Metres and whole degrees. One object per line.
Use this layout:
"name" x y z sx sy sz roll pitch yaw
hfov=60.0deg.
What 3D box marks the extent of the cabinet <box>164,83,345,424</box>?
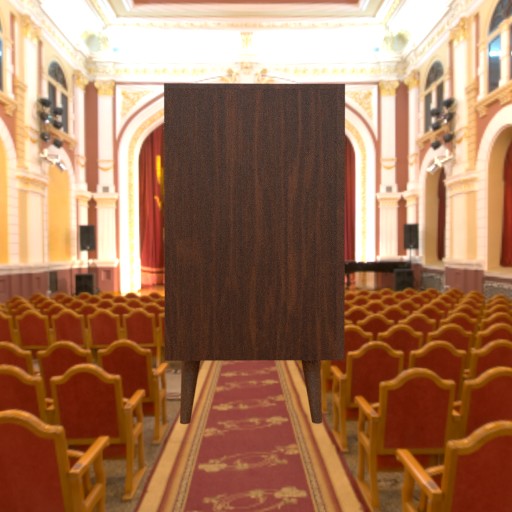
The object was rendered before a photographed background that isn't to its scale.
"cabinet" 0.000 0.000 1.974 0.505 0.940 1.575 0 1 -1
